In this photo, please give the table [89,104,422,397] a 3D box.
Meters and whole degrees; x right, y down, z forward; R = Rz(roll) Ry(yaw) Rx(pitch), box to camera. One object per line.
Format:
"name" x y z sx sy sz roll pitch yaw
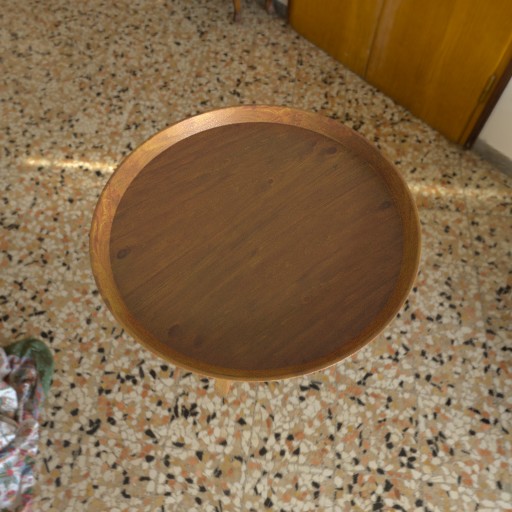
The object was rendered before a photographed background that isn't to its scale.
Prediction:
"table" 0.000 0.000 1.548 1.016 0.470 1.016 0 58 0
